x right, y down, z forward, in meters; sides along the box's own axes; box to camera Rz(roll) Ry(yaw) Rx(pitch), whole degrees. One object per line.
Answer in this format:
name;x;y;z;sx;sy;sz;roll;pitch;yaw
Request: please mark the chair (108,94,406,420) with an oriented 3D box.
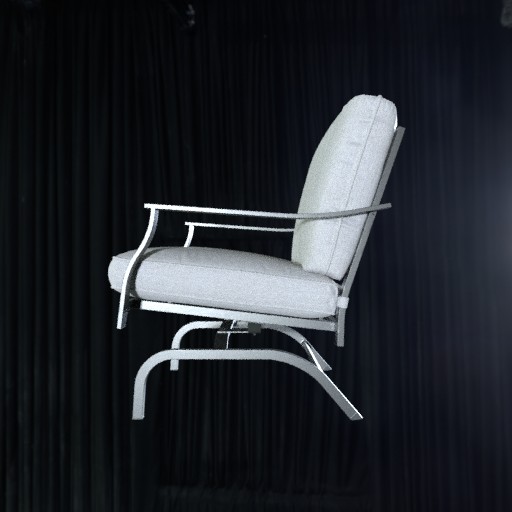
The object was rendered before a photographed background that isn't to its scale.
chair;0.000;0.000;1.423;0.787;0.860;0.650;0;0;0
